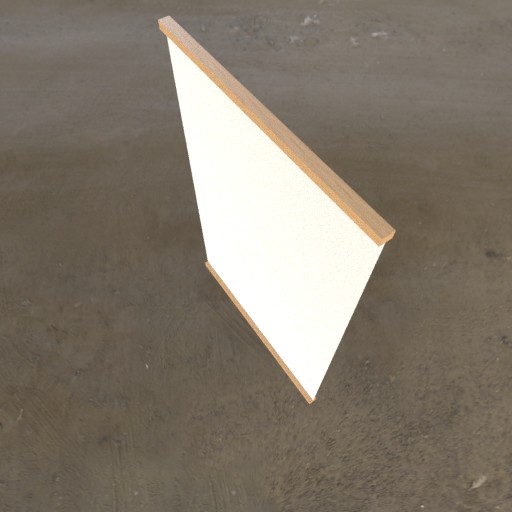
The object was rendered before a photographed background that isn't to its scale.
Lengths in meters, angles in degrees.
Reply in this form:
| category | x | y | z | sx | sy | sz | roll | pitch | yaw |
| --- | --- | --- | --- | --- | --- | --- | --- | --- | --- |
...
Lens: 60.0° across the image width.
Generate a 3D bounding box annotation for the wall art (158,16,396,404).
| category | x | y | z | sx | sy | sz | roll | pitch | yaw |
| --- | --- | --- | --- | --- | --- | --- | --- | --- | --- |
| wall art | 0.000 | 0.000 | 1.221 | 0.027 | 1.020 | 0.669 | -31 | 64 | -17 |
